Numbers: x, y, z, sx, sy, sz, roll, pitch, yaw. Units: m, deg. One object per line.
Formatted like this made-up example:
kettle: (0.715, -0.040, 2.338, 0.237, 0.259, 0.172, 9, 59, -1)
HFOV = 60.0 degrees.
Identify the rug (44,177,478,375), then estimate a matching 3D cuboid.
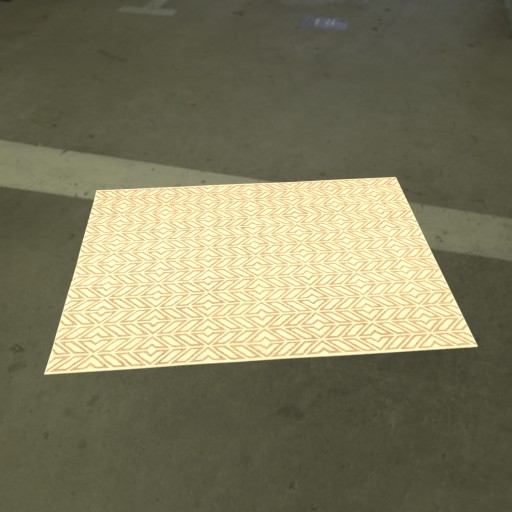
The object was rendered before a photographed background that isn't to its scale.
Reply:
rug: (0.000, 0.000, 2.282, 1.828, 0.007, 1.220, -3, 46, -3)
